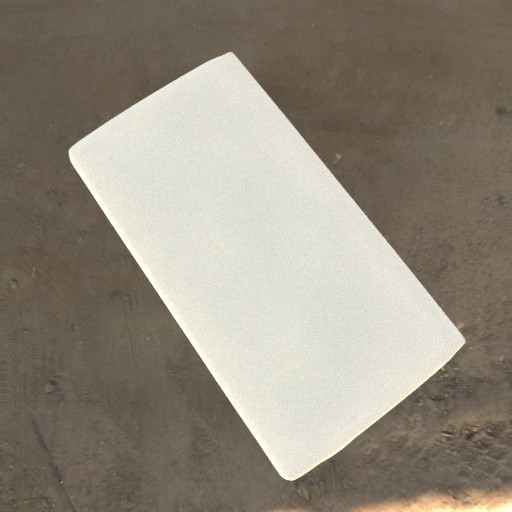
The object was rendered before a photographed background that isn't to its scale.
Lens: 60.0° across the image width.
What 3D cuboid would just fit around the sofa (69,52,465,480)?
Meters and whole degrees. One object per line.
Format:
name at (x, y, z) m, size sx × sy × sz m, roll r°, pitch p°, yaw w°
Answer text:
sofa at (0.000, 0.000, 2.047) m, size 0.939 × 0.552 × 1.677 m, roll -35°, pitch 79°, yaw -8°
